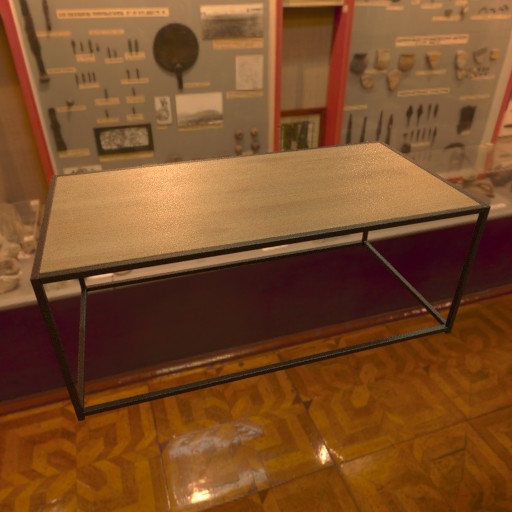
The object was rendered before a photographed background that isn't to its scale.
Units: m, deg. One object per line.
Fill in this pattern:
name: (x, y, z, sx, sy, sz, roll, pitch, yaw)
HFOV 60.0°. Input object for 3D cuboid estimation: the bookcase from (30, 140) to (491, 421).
bookcase: (0.000, 0.000, 1.224, 1.000, 0.400, 0.500, -9, 34, -14)
